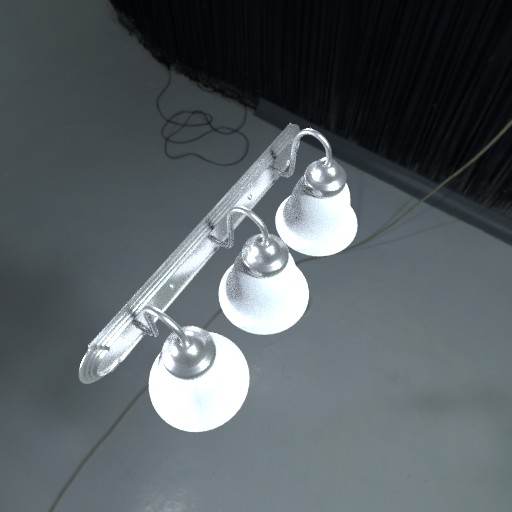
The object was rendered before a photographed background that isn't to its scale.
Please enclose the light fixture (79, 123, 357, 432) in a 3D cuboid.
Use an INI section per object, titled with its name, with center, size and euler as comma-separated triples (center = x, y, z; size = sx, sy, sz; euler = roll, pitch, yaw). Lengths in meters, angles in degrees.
[light fixture]
center = 0.000, 0.000, 0.722
size = 0.199, 0.222, 0.610
euler = 30, 63, 17
